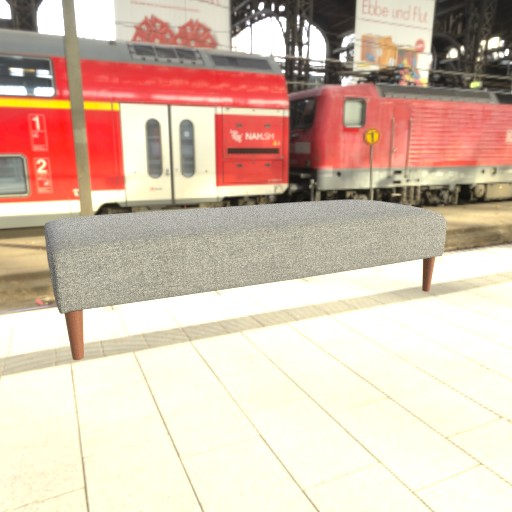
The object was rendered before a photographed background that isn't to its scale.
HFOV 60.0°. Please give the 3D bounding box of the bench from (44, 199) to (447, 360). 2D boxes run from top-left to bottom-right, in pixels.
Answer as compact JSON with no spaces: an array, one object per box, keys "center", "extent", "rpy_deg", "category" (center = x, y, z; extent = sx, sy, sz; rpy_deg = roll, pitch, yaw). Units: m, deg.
[{"center":[0.000,0.000,1.890],"extent":[1.598,0.384,0.631],"rpy_deg":[-7,15,-26],"category":"bench"}]
